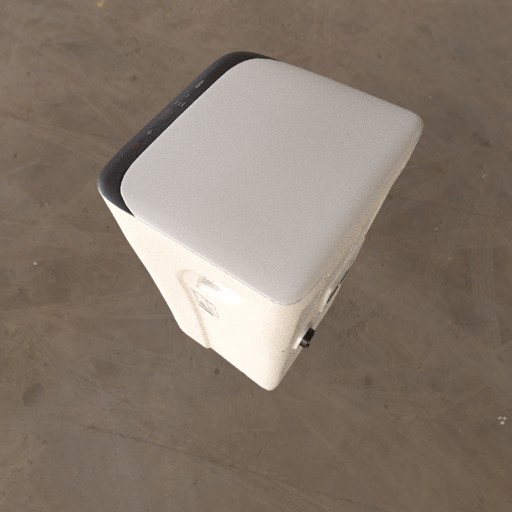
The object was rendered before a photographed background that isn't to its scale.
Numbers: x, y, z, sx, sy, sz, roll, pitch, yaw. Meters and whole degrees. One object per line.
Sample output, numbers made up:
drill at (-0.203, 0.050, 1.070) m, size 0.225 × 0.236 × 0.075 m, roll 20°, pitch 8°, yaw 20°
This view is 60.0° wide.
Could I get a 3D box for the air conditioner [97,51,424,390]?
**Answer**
air conditioner at (0.000, 0.000, 0.911) m, size 0.369 × 0.716 × 0.352 m, roll 32°, pitch 68°, yaw 15°
